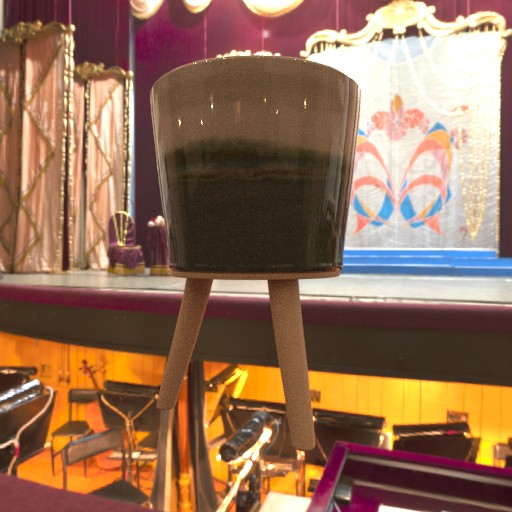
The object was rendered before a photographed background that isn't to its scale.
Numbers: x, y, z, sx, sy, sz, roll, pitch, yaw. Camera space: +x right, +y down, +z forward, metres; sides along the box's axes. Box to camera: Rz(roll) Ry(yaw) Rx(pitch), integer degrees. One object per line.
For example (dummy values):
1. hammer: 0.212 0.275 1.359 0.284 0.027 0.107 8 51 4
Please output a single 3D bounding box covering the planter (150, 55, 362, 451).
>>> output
1. planter: 0.000 0.000 0.468 0.217 0.331 0.217 0 0 18
